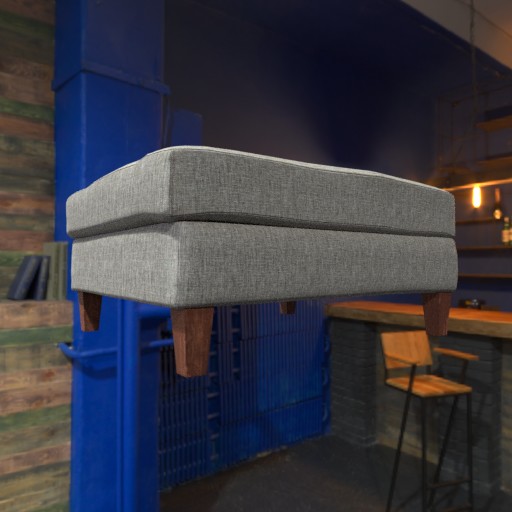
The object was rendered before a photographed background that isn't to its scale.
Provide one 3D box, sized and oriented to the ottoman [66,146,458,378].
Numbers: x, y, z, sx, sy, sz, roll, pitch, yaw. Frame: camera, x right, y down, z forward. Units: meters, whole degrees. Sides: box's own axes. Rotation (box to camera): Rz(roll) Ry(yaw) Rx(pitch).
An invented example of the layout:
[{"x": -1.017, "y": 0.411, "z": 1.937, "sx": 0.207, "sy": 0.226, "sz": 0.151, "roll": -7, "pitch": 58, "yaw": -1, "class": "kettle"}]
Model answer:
[{"x": 0.000, "y": 0.000, "z": 1.427, "sx": 0.994, "sy": 0.492, "sz": 0.839, "roll": 1, "pitch": -1, "yaw": -36, "class": "ottoman"}]
